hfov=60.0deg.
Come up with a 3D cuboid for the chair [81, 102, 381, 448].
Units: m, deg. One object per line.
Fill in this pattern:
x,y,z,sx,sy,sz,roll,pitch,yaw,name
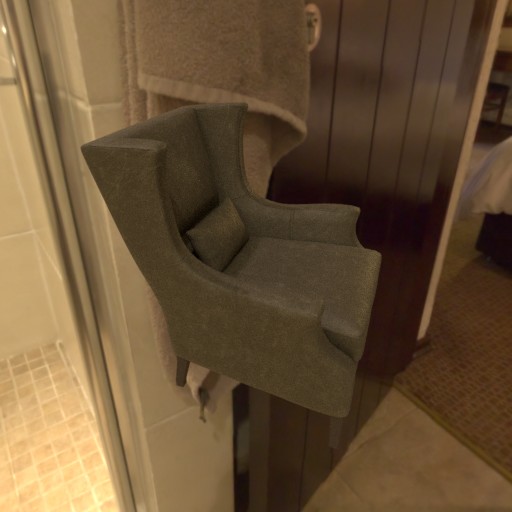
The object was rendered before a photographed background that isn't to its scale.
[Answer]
0.000,0.000,1.731,0.926,1.016,0.853,10,30,17,chair
